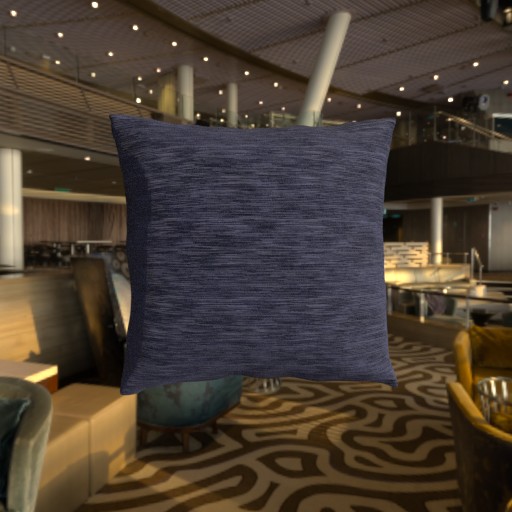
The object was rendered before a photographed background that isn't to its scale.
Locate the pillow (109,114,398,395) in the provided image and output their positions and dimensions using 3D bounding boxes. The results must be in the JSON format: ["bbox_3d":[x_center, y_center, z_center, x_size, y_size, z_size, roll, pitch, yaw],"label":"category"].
[{"bbox_3d":[0.000,0.000,0.691,0.452,0.439,0.204,0,2,-1],"label":"pillow"}]
